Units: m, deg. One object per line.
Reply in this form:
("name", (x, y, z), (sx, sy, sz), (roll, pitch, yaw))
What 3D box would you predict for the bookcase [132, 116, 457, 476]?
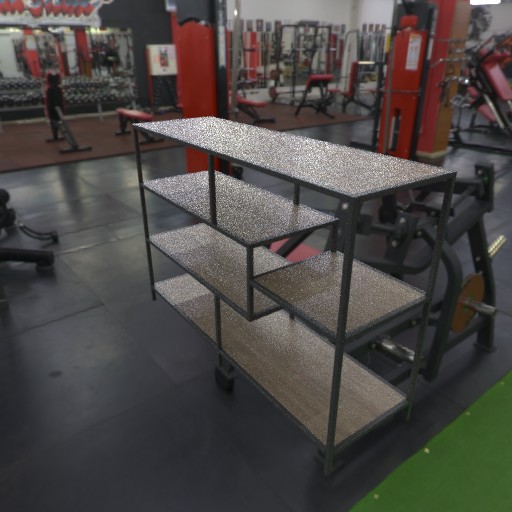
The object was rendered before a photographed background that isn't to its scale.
("bookcase", (0.000, 0.000, 1.535), (0.350, 0.780, 1.140), (-17, 30, -32))
